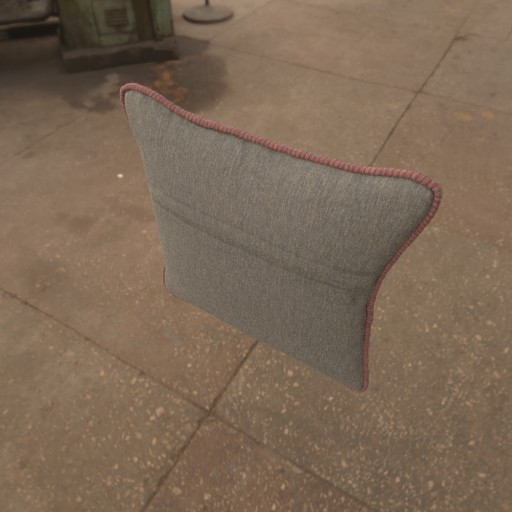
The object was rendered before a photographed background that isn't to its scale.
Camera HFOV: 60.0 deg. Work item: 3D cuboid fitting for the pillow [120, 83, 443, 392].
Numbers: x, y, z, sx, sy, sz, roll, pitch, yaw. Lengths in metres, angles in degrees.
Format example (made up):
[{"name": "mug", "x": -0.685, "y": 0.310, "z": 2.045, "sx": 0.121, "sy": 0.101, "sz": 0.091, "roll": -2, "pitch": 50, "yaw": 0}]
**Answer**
[{"name": "pillow", "x": 0.000, "y": 0.000, "z": 0.738, "sx": 0.482, "sy": 0.491, "sz": 0.124, "roll": 24, "pitch": 51, "yaw": 21}]
